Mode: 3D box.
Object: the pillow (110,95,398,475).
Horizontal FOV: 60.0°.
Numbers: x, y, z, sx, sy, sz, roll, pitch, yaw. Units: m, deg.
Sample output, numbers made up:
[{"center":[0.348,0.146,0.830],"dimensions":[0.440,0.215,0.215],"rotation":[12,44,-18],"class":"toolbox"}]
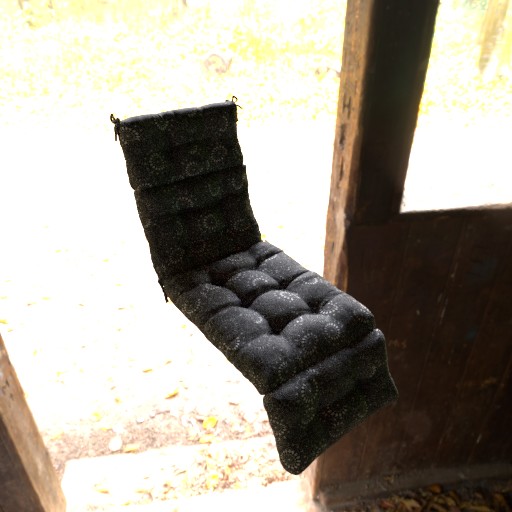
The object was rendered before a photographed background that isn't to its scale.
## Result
[{"center":[0.000,0.000,1.514],"dimensions":[0.526,0.863,1.016],"rotation":[-22,38,-31],"class":"pillow"}]
